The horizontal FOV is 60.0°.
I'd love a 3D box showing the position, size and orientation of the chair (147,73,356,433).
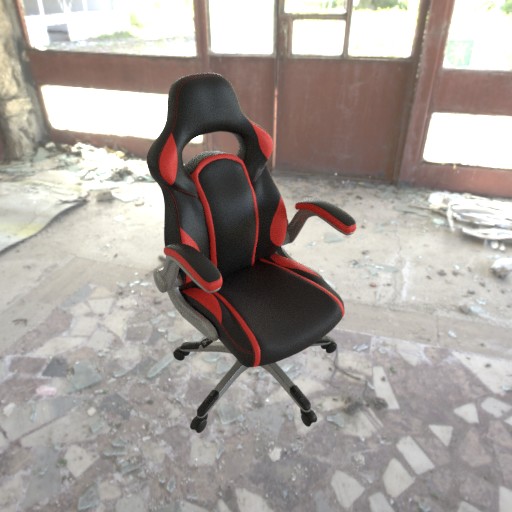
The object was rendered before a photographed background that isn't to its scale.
[{"bbox_3d":[0.000,0.000,1.610,0.758,1.165,0.712,-22,37,-32],"label":"chair"}]
